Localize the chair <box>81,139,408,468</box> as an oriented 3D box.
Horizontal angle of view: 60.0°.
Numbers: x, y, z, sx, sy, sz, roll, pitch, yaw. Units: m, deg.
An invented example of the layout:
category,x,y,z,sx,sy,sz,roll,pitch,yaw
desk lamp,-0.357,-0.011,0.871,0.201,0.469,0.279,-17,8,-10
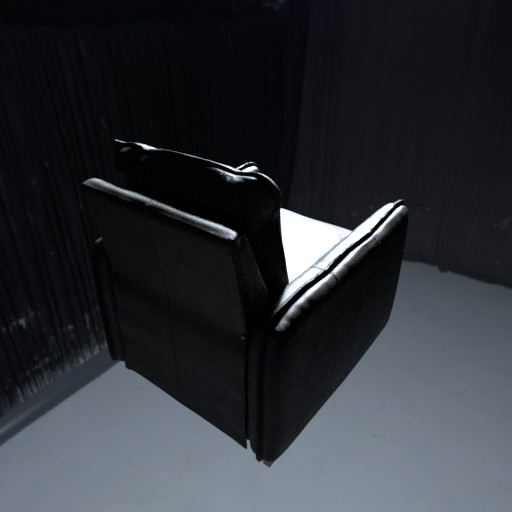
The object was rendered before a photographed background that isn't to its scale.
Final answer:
category,x,y,z,sx,sy,sz,roll,pitch,yaw
chair,0.000,0.000,1.604,0.830,0.921,0.921,21,37,32
